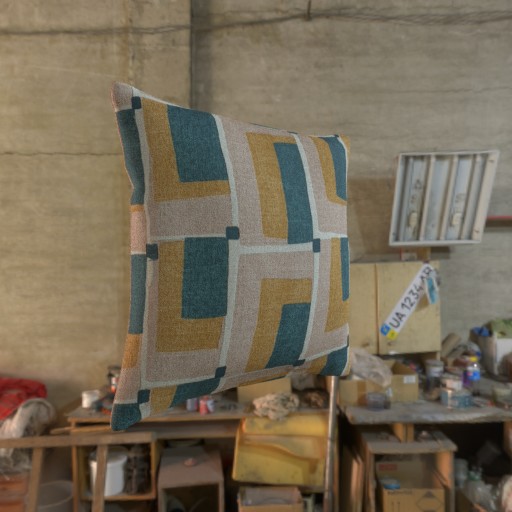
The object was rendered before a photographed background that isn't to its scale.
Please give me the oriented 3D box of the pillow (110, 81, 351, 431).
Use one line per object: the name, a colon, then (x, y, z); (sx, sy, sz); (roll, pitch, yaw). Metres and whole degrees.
pillow: (0.000, 0.000, 0.737); (0.478, 0.479, 0.158); (0, 0, -36)
